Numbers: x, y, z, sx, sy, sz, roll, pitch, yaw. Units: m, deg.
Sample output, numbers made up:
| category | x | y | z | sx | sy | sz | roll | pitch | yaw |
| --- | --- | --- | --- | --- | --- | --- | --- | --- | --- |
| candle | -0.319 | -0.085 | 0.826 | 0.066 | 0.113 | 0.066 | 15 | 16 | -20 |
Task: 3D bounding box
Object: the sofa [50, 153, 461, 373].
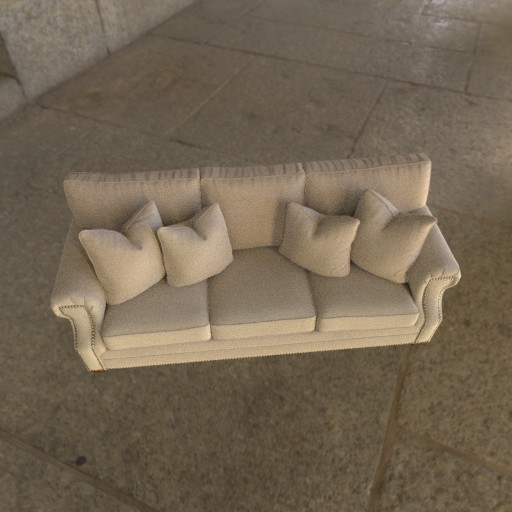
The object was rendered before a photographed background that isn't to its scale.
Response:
| category | x | y | z | sx | sy | sz | roll | pitch | yaw |
| --- | --- | --- | --- | --- | --- | --- | --- | --- | --- |
| sofa | 0.000 | 0.000 | 2.764 | 2.312 | 0.975 | 0.965 | -4 | 47 | -4 |
